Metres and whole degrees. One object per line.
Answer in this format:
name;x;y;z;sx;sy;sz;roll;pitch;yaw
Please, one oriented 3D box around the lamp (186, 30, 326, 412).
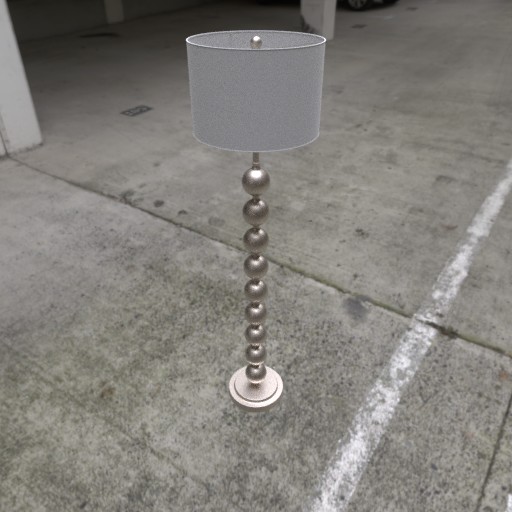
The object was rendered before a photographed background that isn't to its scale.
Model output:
lamp;0.000;0.000;1.648;0.394;1.474;0.394;21;38;29
